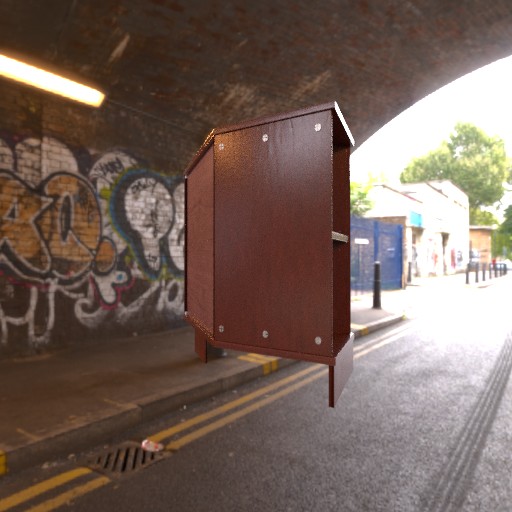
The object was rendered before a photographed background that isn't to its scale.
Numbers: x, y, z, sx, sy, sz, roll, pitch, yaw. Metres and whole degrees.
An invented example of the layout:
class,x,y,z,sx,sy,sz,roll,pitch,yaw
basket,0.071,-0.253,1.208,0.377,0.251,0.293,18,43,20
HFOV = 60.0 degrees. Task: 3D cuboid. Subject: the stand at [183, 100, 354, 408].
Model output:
class,x,y,z,sx,sy,sz,roll,pitch,yaw
stand,0.000,0.000,1.392,0.381,0.614,1.072,0,-1,-17
